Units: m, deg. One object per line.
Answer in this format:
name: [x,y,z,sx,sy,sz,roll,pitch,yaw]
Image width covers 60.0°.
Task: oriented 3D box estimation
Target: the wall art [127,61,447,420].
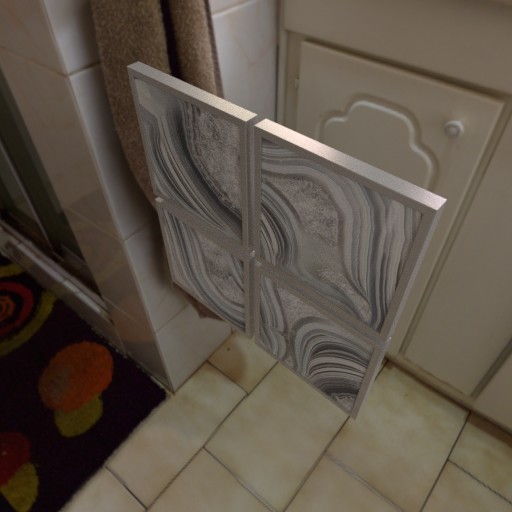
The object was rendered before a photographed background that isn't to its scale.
wall art: [0.000,0.000,0.906,0.611,0.611,0.029,33,55,27]
